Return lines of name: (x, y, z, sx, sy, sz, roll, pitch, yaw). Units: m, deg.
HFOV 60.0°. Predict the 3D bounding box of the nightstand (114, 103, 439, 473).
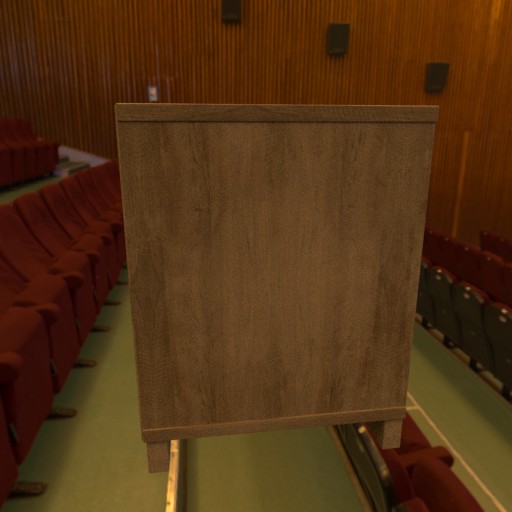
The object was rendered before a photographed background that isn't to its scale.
nightstand: (0.000, 0.000, 0.728, 0.347, 0.448, 0.427, -2, 16, -8)
